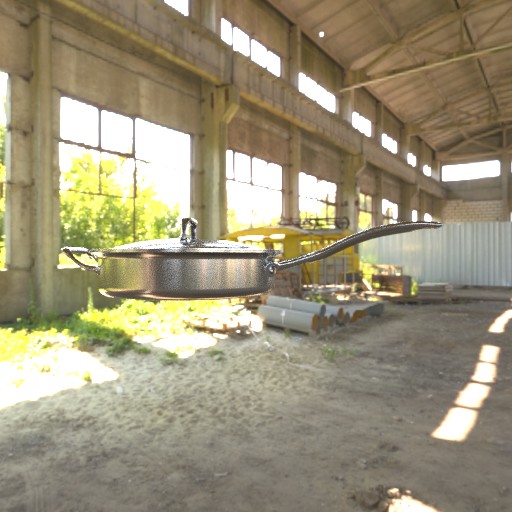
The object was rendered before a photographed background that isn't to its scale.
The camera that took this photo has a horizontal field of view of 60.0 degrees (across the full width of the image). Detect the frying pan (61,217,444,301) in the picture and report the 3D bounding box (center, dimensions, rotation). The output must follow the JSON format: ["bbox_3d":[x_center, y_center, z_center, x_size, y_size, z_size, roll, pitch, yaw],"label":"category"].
[{"bbox_3d":[0.000,0.000,0.669,0.561,0.114,0.280,0,0,0],"label":"frying pan"}]
